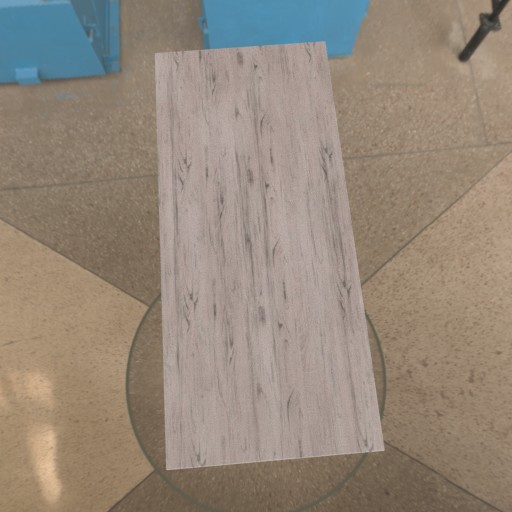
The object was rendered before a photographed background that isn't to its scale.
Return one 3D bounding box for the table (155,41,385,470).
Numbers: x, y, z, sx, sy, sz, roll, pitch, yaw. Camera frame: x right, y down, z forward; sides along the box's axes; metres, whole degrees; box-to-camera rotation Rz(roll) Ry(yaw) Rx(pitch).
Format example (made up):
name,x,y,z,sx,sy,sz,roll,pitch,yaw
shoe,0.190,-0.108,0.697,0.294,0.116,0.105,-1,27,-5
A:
name,x,y,z,sx,sy,sz,roll,pitch,yaw
table,0.000,0.000,2.268,0.795,0.899,1.778,-5,75,-1
